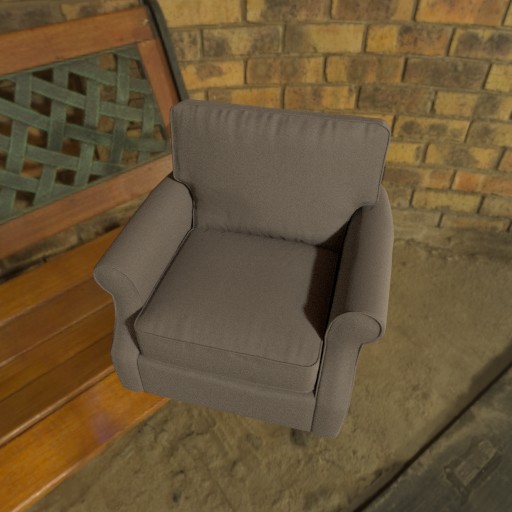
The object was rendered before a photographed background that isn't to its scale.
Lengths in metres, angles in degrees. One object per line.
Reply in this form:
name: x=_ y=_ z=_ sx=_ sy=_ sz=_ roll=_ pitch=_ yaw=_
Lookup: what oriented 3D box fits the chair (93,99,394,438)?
chair: x=0.000 y=0.000 z=1.767 sx=1.029 sy=0.967 sz=0.966 roll=10 pitch=41 yaw=11
